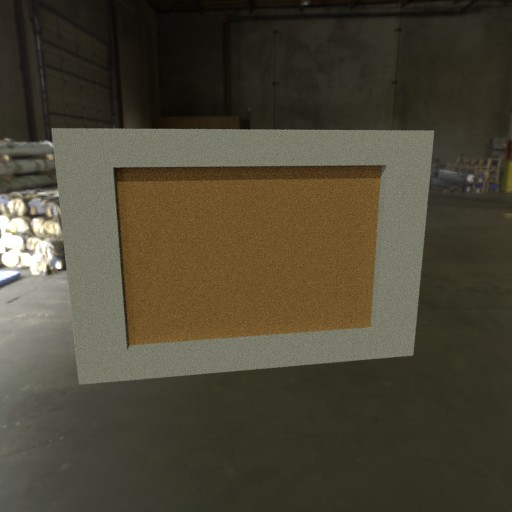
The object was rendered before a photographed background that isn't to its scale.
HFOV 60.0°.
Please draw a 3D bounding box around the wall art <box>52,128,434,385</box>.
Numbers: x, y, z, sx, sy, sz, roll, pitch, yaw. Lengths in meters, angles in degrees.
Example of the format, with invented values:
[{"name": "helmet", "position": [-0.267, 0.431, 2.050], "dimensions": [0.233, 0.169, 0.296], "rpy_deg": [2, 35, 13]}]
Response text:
[{"name": "wall art", "position": [0.000, 0.000, 1.127], "dimensions": [0.906, 0.617, 0.033], "rpy_deg": [-2, 14, -10]}]
